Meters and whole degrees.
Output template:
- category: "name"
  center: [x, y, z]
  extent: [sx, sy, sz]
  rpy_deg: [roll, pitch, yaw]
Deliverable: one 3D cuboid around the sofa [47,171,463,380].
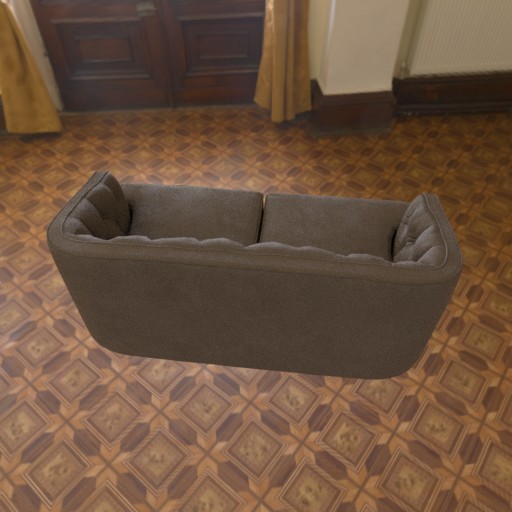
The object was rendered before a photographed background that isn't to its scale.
- category: "sofa"
  center: [0.000, 0.000, 2.229]
  extent: [1.733, 0.855, 0.941]
  rpy_deg: [5, 47, 4]
